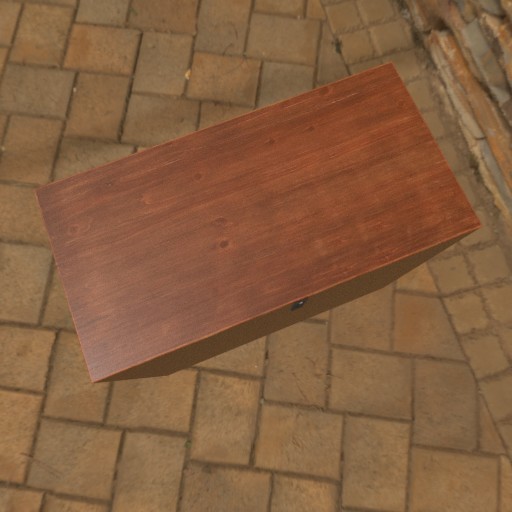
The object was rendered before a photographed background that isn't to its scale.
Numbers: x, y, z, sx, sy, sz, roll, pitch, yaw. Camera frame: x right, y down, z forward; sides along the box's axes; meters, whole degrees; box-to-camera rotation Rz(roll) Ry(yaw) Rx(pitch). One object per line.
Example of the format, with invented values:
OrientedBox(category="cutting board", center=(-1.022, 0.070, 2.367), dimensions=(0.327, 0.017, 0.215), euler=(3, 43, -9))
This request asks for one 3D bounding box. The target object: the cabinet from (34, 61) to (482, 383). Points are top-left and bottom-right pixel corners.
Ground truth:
OrientedBox(category="cabinet", center=(0.000, 0.000, 1.255), dimensions=(0.796, 0.785, 0.412), euler=(-21, 77, -5))
